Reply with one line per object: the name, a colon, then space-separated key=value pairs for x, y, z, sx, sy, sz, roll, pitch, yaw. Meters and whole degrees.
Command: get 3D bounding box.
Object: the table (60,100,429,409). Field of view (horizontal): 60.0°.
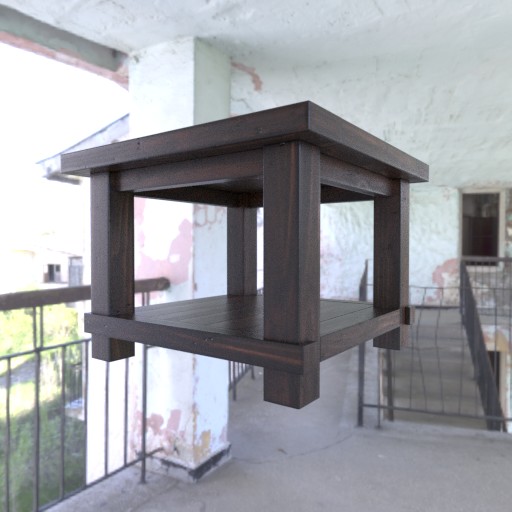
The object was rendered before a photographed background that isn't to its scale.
table: x=0.000 y=0.000 z=1.015 sx=0.606 sy=0.437 sz=0.593 roll=1 pitch=2 yaw=36
